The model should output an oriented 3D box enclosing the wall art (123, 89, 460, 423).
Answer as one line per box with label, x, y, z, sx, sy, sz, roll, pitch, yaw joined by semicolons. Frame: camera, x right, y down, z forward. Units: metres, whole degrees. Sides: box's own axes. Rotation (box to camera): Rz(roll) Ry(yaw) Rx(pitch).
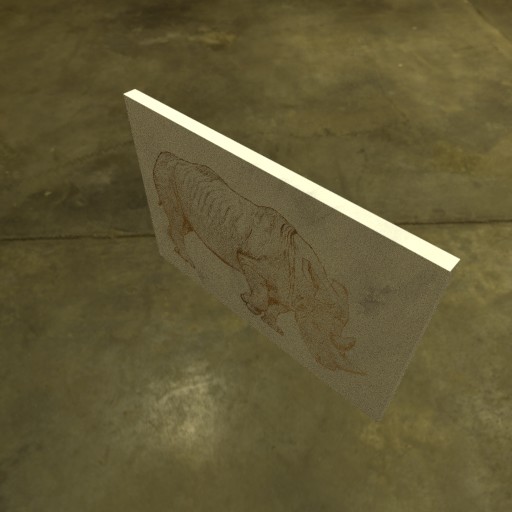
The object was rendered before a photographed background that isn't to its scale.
wall art;0.000;0.000;1.181;0.915;0.610;0.038;34;55;28
